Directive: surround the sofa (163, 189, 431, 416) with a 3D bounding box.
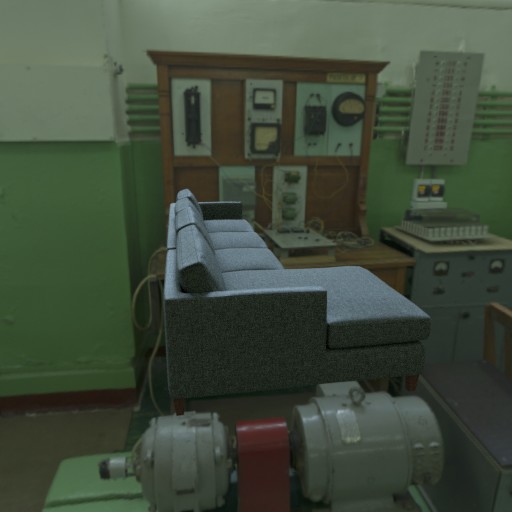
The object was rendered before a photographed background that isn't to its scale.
[{"bbox_3d":[0.000,0.000,4.195,1.635,0.960,3.485,-3,16,-10],"label":"sofa"}]
